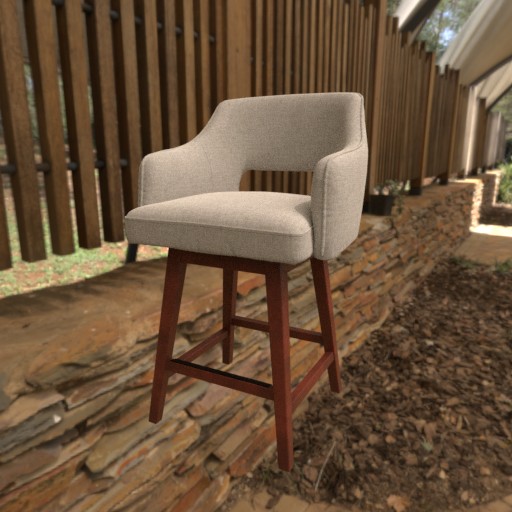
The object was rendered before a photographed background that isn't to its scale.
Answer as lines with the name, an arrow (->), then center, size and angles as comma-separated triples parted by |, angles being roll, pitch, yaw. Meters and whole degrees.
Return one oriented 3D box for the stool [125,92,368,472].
stool -> 0.000, 0.000, 1.300 | 0.599, 0.944, 0.558 | 7, 16, 27
